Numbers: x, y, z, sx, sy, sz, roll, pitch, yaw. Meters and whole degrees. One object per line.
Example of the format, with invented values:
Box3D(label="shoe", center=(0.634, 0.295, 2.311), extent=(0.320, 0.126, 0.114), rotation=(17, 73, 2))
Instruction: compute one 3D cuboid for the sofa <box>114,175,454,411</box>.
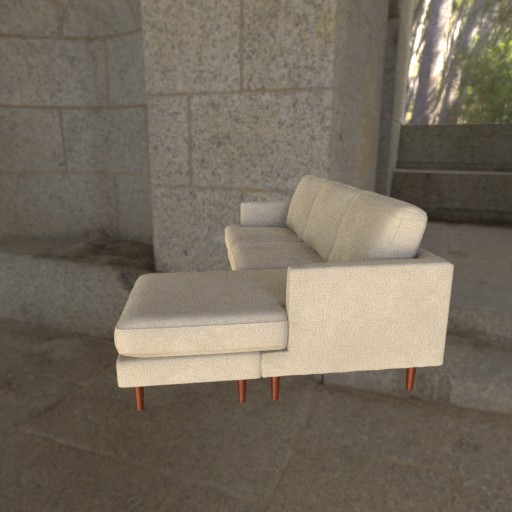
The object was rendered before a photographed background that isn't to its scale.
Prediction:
Box3D(label="sofa", center=(0.000, 0.000, 3.001), extent=(1.504, 0.956, 2.233), rotation=(-2, 15, -7))
